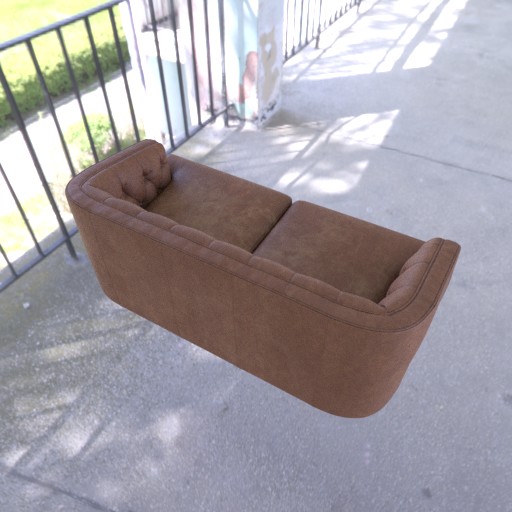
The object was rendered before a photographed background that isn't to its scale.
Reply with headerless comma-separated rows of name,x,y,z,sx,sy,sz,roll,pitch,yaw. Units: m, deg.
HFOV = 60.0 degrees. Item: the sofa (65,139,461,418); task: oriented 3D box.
sofa,0.000,0.000,2.226,1.755,0.786,0.914,22,50,20
